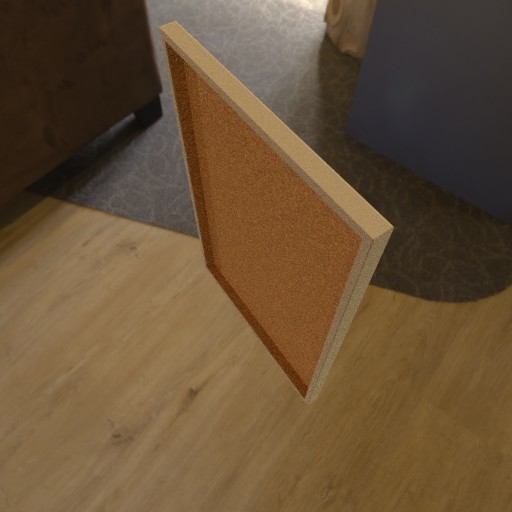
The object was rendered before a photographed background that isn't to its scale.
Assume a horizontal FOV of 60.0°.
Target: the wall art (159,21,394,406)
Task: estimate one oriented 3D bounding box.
[{"bbox_3d":[0.000,0.000,1.124,0.038,0.914,0.610,-31,63,-18],"label":"wall art"}]
